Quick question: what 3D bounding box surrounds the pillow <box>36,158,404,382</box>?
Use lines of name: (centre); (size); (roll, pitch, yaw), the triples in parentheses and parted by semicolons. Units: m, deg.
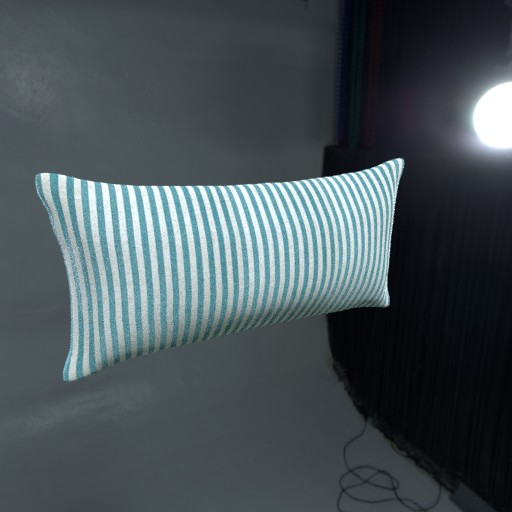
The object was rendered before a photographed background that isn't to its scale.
pillow: (0.000, 0.000, 0.724); (0.617, 0.295, 0.151); (-8, 18, -26)
